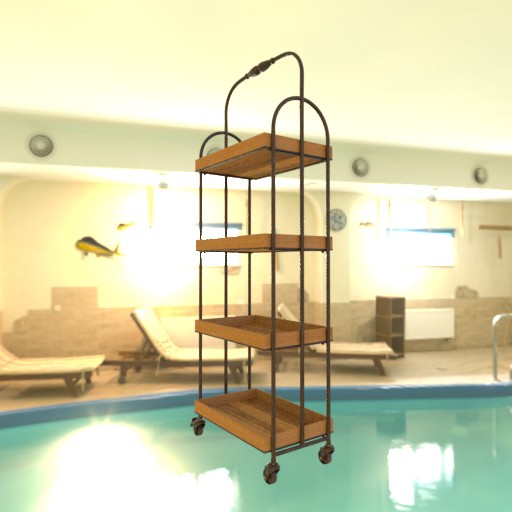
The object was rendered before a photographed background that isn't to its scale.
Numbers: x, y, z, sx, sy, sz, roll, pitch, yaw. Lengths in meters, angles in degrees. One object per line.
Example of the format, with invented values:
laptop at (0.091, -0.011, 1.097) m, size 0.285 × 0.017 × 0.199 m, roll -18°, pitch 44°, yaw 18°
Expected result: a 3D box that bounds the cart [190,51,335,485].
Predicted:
cart at (0.000, 0.000, 1.722) m, size 0.308 × 1.481 × 0.581 m, roll 1°, pitch -1°, yaw -35°
